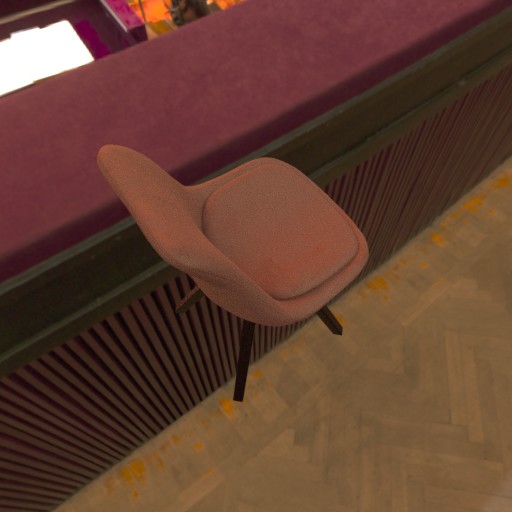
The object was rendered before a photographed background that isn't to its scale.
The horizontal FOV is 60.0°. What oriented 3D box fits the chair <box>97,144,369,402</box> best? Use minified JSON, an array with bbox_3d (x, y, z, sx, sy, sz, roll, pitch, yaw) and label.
[{"bbox_3d":[0.000,0.000,1.199,0.547,0.865,0.483,-31,63,-17],"label":"chair"}]
